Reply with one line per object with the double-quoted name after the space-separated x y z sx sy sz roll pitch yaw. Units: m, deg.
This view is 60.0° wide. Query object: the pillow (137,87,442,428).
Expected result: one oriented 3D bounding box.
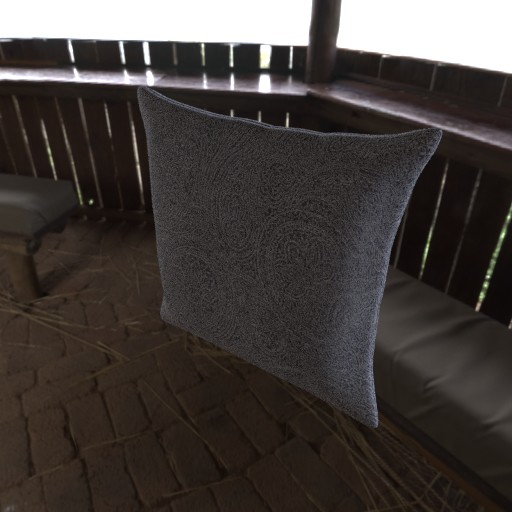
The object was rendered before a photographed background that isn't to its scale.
0.000 0.000 0.769 0.523 0.510 0.166 19 35 30 "pillow"
